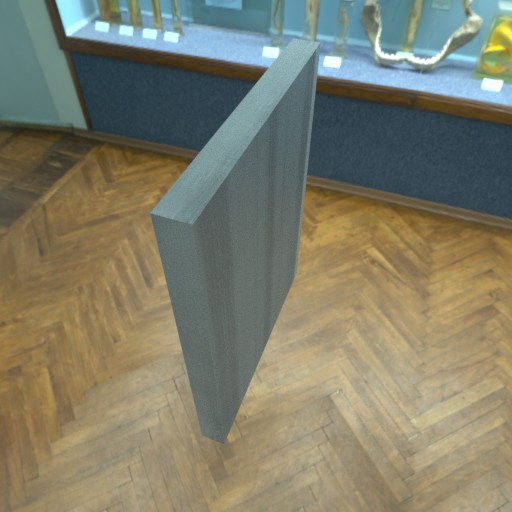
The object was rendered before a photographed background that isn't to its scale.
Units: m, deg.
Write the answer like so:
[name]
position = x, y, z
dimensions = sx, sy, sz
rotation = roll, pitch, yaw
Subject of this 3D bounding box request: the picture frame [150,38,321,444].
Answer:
[picture frame]
position = 0.000, 0.000, 0.765
dimensions = 0.046, 0.555, 0.449
rotation = 16, 49, 14
